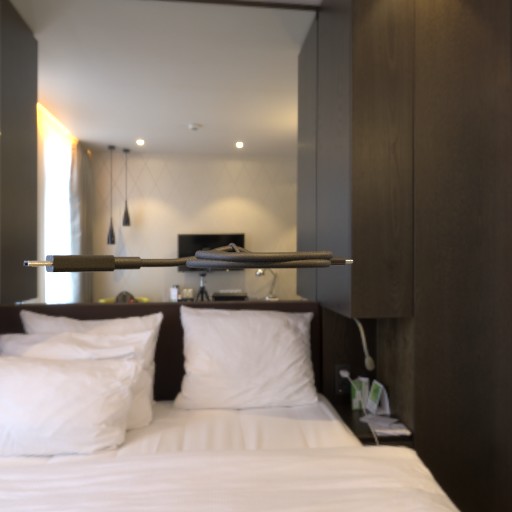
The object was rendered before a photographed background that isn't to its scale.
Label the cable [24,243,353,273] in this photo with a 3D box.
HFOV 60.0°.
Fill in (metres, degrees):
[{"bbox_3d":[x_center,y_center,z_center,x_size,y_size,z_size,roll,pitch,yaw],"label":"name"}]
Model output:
[{"bbox_3d":[0.000,0.000,0.215,0.192,0.014,0.070,0,0,-37],"label":"cable"}]
